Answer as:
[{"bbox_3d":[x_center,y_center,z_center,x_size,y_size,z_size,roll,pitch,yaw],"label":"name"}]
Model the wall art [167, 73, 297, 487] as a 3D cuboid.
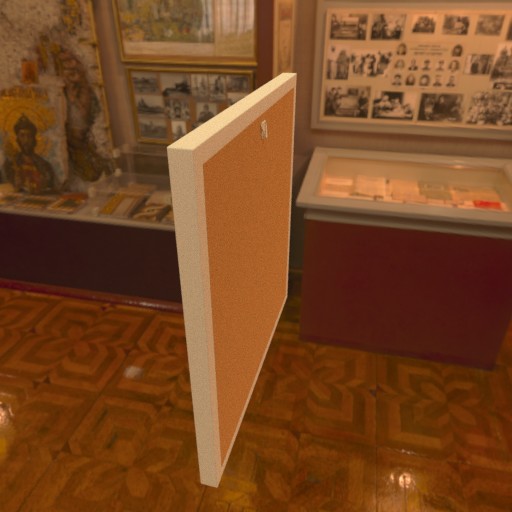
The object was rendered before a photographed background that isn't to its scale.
[{"bbox_3d":[0.000,0.000,1.115,0.050,0.762,0.761,8,31,13],"label":"wall art"}]
